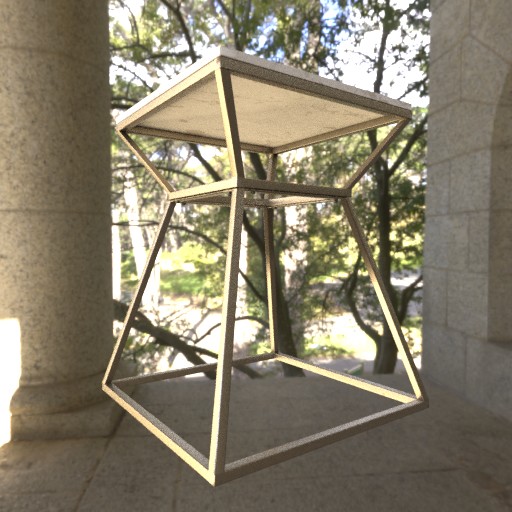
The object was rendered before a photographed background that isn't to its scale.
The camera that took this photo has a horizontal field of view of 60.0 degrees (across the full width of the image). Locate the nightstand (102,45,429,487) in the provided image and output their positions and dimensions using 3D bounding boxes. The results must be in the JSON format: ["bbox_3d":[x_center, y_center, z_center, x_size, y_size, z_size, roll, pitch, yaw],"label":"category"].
[{"bbox_3d":[0.000,0.000,0.855,0.455,0.554,0.455,-1,2,-36],"label":"nightstand"}]
